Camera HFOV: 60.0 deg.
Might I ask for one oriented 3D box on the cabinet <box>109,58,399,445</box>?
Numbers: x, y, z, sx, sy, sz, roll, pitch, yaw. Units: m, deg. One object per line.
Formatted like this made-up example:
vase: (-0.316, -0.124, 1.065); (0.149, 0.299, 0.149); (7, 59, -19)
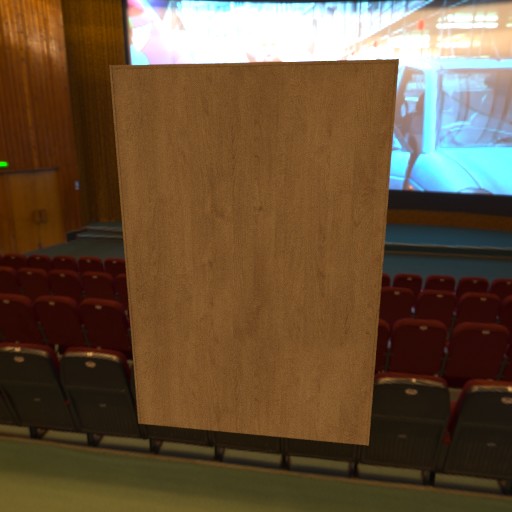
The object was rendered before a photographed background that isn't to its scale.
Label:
cabinet: (0.000, 0.000, 2.447); (1.290, 1.910, 0.510); (2, 16, 8)
